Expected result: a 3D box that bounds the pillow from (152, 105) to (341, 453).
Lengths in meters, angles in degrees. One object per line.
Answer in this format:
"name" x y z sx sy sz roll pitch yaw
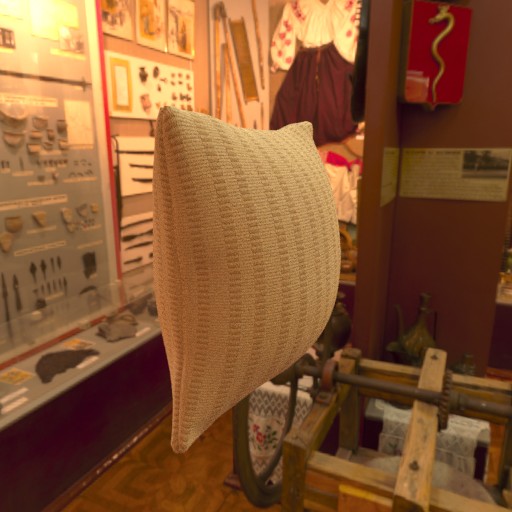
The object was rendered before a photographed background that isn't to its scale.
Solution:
"pillow" 0.000 0.000 0.691 0.247 0.419 0.438 7 16 26
